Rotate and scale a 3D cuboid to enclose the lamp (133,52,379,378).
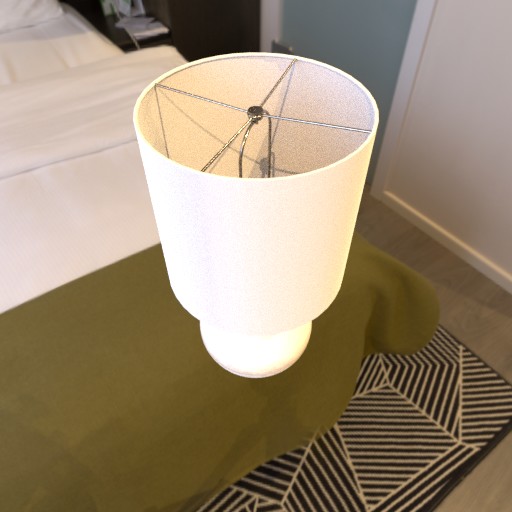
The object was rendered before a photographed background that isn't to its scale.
[{"bbox_3d":[0.000,0.000,0.546,0.217,0.404,0.217,18,50,15],"label":"lamp"}]
